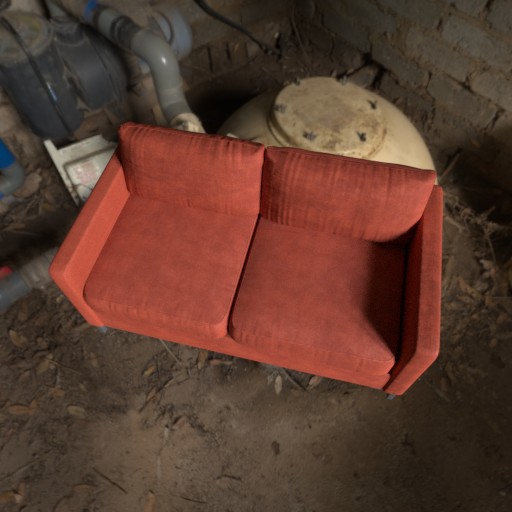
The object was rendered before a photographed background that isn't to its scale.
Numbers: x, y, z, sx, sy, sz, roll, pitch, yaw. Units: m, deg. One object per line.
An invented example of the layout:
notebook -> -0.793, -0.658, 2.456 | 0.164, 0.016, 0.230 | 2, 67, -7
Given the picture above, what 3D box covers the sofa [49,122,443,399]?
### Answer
sofa -> 0.000, 0.000, 2.094 | 1.574, 0.896, 0.864 | 11, 58, 7
